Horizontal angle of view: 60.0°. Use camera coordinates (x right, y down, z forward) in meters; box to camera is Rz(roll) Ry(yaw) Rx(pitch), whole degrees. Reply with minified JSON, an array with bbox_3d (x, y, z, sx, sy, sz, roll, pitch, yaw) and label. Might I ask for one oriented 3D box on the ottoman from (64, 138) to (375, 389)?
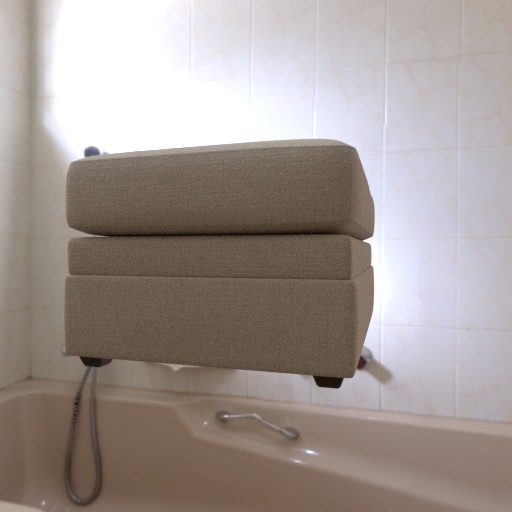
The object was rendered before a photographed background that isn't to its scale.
[{"bbox_3d":[0.000,0.000,1.261,0.637,0.478,0.885,0,1,17],"label":"ottoman"}]
